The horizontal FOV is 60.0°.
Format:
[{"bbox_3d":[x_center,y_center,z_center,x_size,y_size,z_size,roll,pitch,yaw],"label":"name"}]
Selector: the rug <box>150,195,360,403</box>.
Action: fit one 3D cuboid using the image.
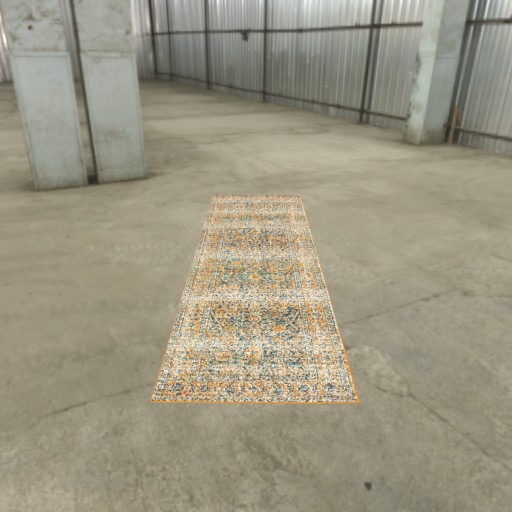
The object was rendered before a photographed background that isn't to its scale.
[{"bbox_3d":[0.000,0.000,2.521,0.704,0.014,2.294,0,25,0],"label":"rug"}]
